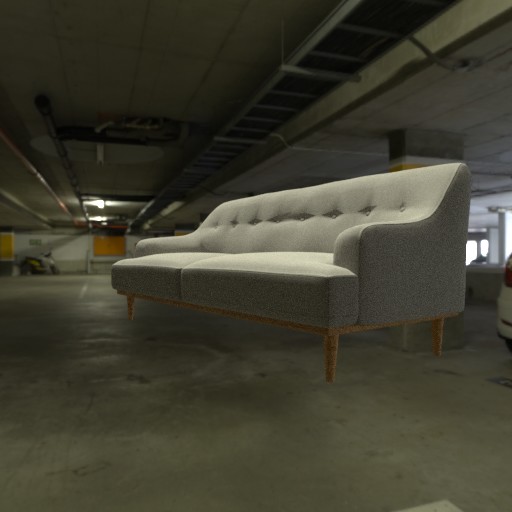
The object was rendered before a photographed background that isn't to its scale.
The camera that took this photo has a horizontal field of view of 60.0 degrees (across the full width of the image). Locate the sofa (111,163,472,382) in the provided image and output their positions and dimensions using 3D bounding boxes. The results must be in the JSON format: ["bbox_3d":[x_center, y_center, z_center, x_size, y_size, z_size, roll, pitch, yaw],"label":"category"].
[{"bbox_3d":[0.000,0.000,2.513,0.978,0.871,2.057,0,0,-37],"label":"sofa"}]
